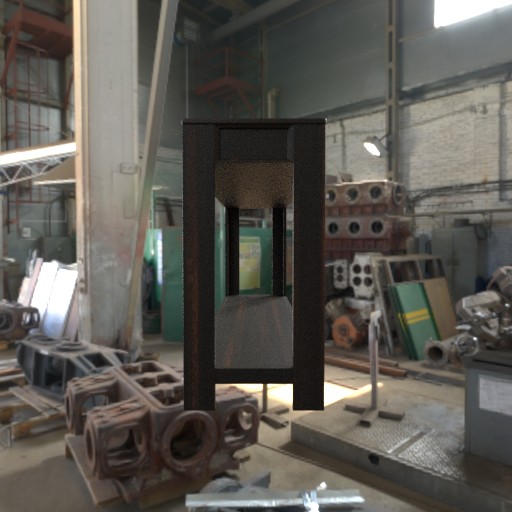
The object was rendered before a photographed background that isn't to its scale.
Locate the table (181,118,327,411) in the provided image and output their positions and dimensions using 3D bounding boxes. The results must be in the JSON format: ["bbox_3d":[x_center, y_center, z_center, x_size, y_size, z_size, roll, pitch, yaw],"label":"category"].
[{"bbox_3d":[0.000,0.000,1.966,0.384,0.762,1.631,0,2,0],"label":"table"}]
